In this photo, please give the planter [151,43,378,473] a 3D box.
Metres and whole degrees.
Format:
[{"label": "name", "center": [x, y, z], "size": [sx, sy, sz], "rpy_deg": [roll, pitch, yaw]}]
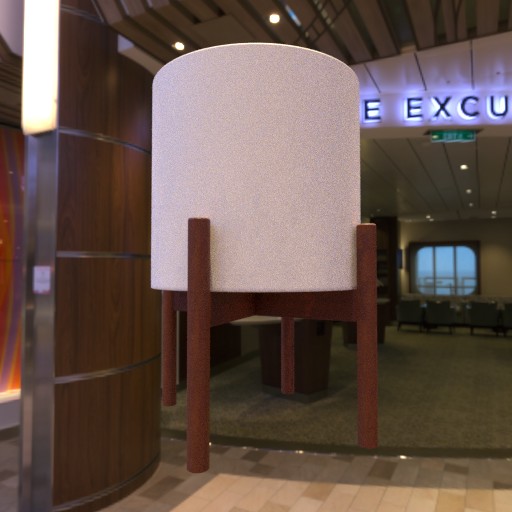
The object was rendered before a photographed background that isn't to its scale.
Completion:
[{"label": "planter", "center": [0.000, 0.000, 0.907], "size": [0.417, 0.670, 0.417], "rpy_deg": [1, -2, -19]}]
